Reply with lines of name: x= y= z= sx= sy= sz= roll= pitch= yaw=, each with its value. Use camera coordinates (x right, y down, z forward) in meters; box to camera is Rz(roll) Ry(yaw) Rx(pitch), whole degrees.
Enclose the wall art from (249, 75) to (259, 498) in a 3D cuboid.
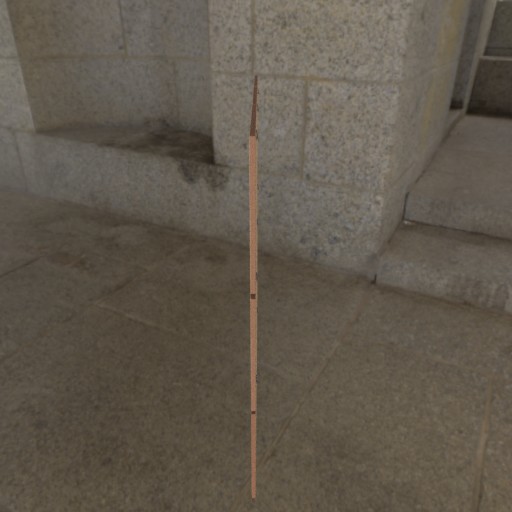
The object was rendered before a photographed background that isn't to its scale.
wall art: x=0.000 y=0.000 z=1.764 sx=0.019 sy=1.218 sz=1.221 roll=0 pitch=28 yaw=0
